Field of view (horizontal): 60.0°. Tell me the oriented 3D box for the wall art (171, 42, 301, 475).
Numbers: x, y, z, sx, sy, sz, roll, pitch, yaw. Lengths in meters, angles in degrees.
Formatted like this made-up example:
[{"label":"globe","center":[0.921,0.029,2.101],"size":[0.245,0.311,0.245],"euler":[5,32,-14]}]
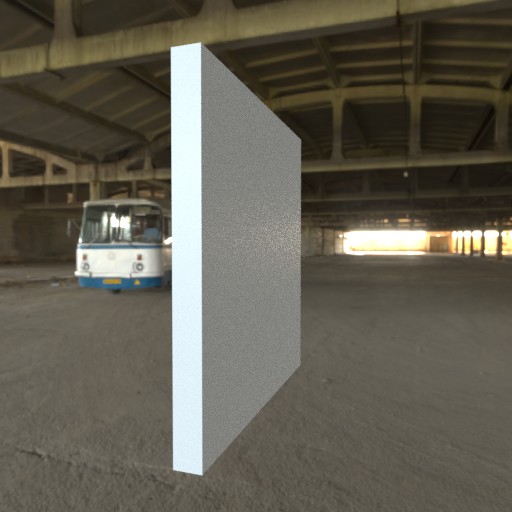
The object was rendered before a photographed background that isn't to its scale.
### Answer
[{"label":"wall art","center":[0.000,0.000,0.535],"size":[0.027,0.355,0.355],"euler":[1,2,19]}]
